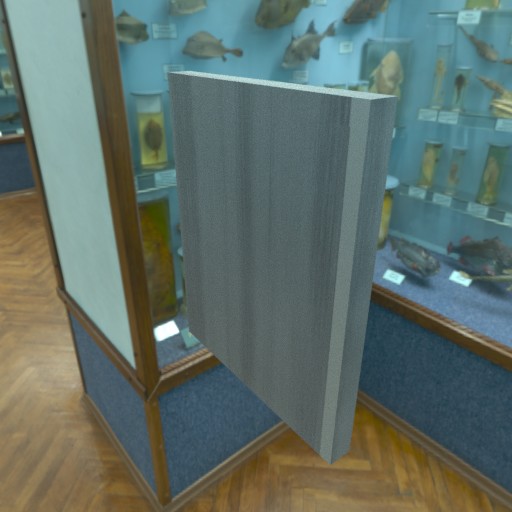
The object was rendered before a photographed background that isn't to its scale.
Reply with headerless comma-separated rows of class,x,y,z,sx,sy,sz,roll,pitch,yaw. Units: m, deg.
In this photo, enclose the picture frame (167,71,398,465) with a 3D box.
picture frame,0.000,0.000,0.754,0.046,0.555,0.449,-19,32,-33
